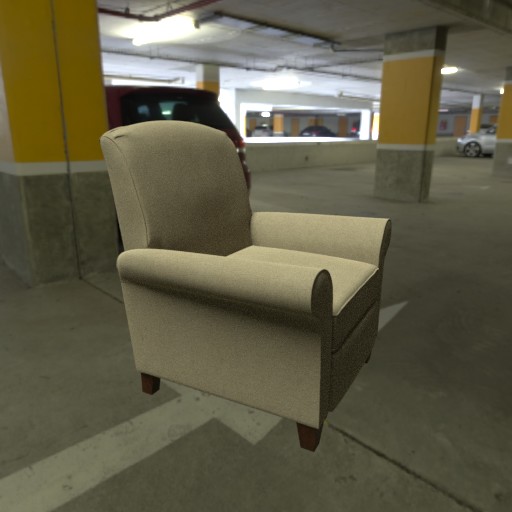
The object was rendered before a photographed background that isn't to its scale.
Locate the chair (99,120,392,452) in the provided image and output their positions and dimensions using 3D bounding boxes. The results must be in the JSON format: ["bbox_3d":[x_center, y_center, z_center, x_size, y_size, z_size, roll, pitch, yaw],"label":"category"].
[{"bbox_3d":[0.000,0.000,1.803,0.905,1.061,0.978,8,18,27],"label":"chair"}]
